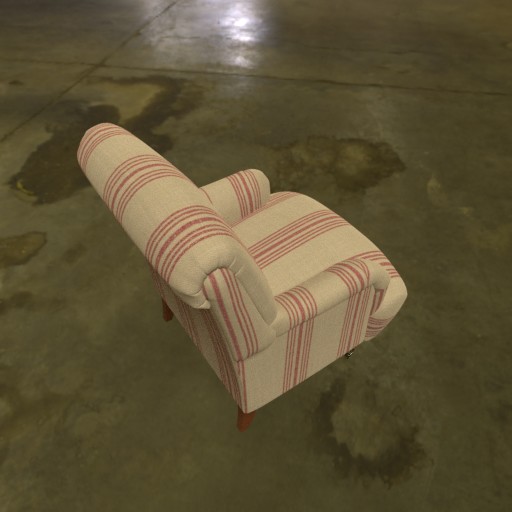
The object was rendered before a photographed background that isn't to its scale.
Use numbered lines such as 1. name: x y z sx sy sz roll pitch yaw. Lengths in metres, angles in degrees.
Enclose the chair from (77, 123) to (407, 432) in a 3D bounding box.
1. chair: 0.000 0.000 1.872 1.058 1.123 0.933 -24 48 -25
